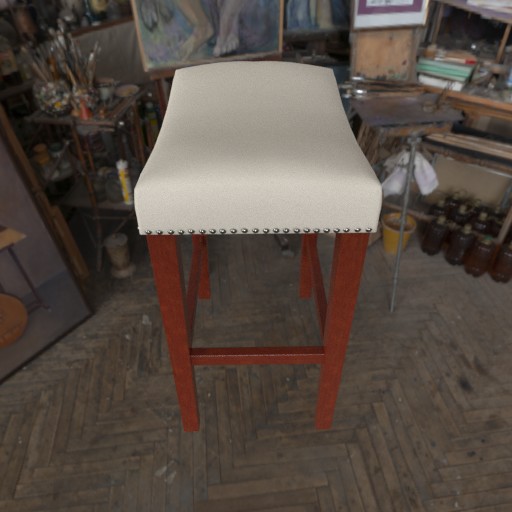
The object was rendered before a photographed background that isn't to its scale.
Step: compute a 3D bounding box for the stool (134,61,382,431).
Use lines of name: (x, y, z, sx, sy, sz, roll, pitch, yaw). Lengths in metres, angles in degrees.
stool: (0.000, 0.000, 1.039, 0.372, 0.742, 0.504, -1, 41, -1)
